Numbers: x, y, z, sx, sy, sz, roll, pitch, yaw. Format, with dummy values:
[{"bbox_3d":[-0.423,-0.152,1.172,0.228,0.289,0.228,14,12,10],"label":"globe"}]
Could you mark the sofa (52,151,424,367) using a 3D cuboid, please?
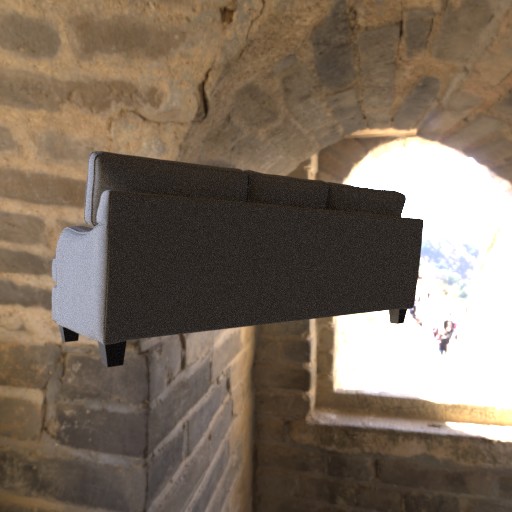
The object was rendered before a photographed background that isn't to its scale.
[{"bbox_3d":[0.000,0.000,2.915,2.323,0.997,1.016,0,0,-37],"label":"sofa"}]
